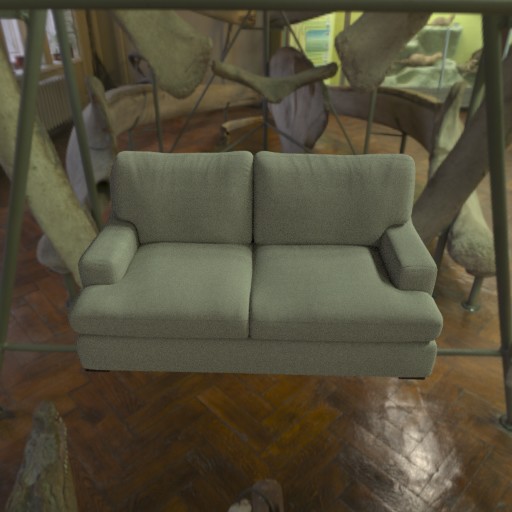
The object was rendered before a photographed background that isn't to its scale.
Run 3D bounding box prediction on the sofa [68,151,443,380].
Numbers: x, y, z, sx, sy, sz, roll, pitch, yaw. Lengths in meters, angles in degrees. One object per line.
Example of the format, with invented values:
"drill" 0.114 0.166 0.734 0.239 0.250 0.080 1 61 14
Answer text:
"sofa" 0.000 0.000 2.461 1.855 0.980 0.962 1 30 2
